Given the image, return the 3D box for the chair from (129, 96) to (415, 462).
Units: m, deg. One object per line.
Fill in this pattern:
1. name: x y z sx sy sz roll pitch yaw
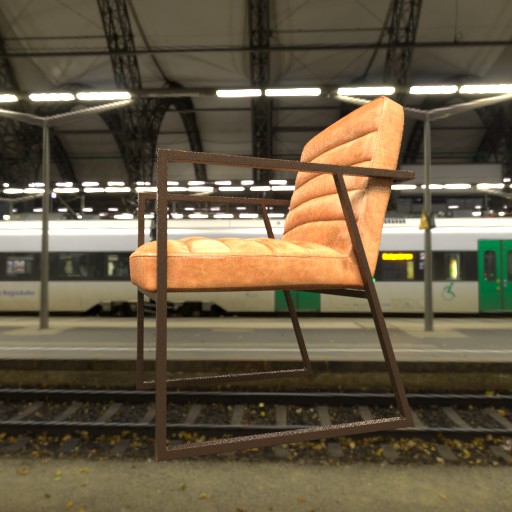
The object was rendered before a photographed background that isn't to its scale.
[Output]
1. chair: 0.000 0.000 1.251 0.677 0.832 0.571 1 -2 -19
